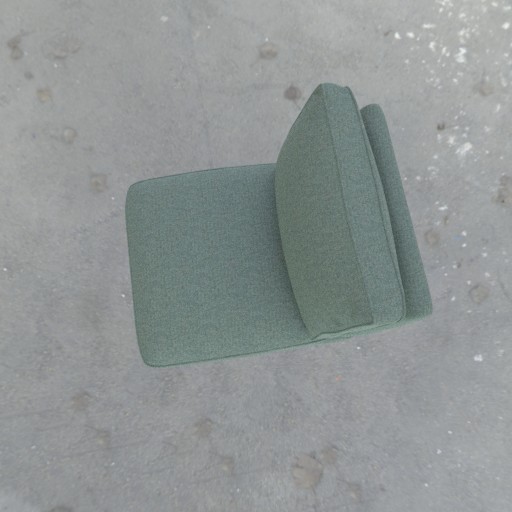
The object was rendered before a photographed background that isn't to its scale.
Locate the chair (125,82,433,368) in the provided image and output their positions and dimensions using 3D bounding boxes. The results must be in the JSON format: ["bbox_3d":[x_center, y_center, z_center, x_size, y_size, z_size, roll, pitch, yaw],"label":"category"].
[{"bbox_3d":[0.000,0.000,1.441,0.796,0.901,0.624,-9,76,-2],"label":"chair"}]
